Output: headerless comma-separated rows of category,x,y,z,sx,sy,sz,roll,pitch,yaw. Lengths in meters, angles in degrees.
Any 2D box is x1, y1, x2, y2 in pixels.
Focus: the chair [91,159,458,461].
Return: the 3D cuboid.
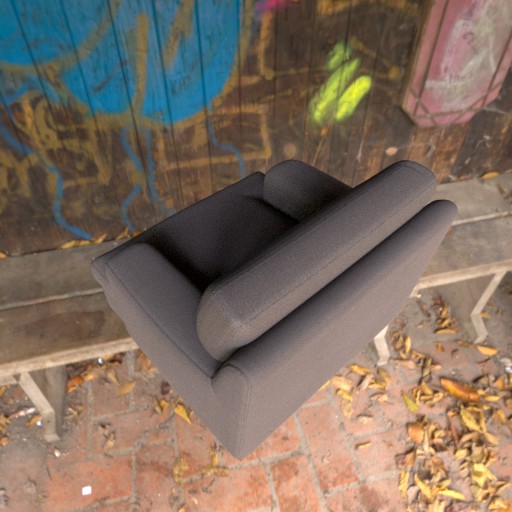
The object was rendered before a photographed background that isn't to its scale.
chair,0.000,0.000,1.951,1.168,0.940,1.143,-33,55,-28
